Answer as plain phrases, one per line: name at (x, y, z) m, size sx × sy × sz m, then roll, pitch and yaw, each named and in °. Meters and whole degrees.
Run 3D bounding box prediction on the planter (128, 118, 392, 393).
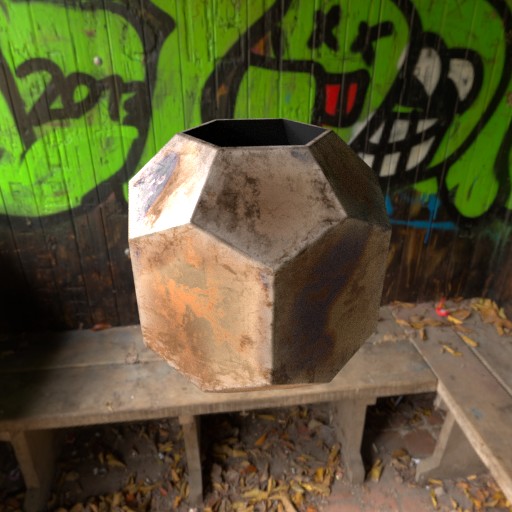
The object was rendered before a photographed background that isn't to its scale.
planter at (0.000, 0.000, 0.429) m, size 0.243 × 0.238 × 0.221 m, roll -18°, pitch 33°, yaw -31°
